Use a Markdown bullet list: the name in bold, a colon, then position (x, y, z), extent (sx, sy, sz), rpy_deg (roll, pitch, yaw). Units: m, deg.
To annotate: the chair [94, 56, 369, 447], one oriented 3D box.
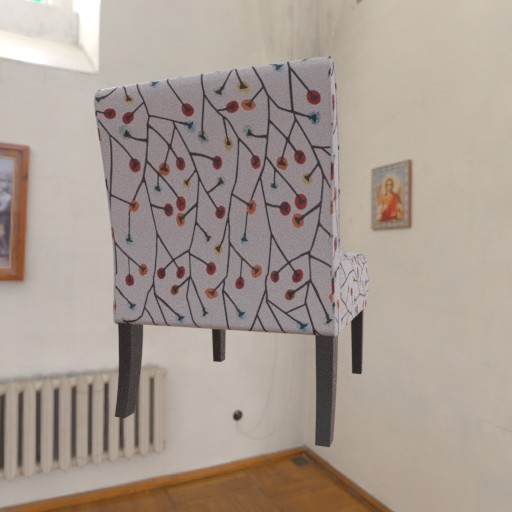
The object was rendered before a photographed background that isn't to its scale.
- **chair**: position (0.000, 0.000, 1.311), extent (0.597, 0.813, 0.732), rpy_deg (0, 0, 19)
